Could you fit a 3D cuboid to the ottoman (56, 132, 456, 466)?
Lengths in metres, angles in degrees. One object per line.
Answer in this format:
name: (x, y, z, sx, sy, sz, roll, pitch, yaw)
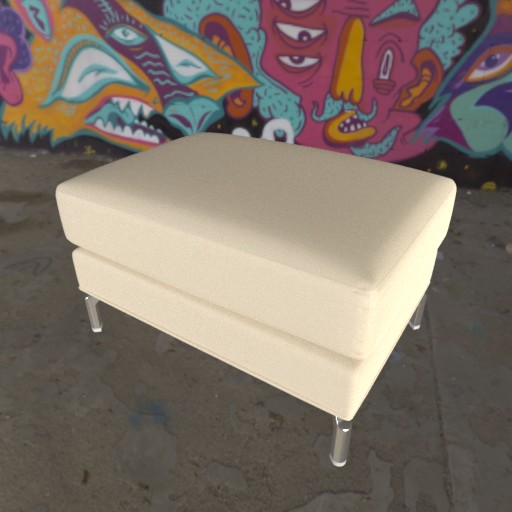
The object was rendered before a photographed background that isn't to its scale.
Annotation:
ottoman: (0.000, 0.000, 1.188, 0.835, 0.497, 0.581, 19, 36, 28)
